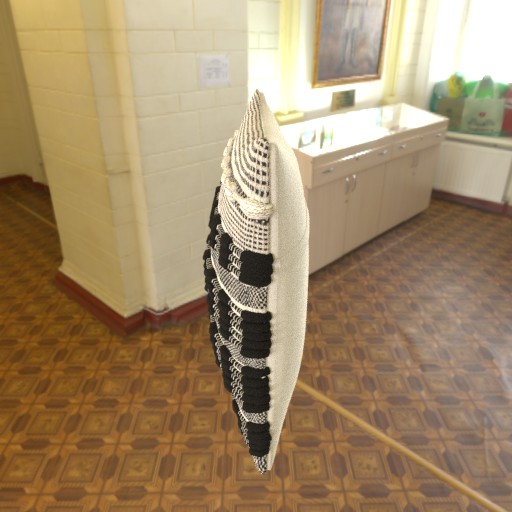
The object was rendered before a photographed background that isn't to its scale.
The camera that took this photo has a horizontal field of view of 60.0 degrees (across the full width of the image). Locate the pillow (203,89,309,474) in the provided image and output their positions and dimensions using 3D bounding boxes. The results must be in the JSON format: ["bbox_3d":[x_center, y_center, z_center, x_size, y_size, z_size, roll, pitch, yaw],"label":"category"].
[{"bbox_3d":[0.000,0.000,0.677,0.156,0.438,0.436,0,26,-1],"label":"pillow"}]
